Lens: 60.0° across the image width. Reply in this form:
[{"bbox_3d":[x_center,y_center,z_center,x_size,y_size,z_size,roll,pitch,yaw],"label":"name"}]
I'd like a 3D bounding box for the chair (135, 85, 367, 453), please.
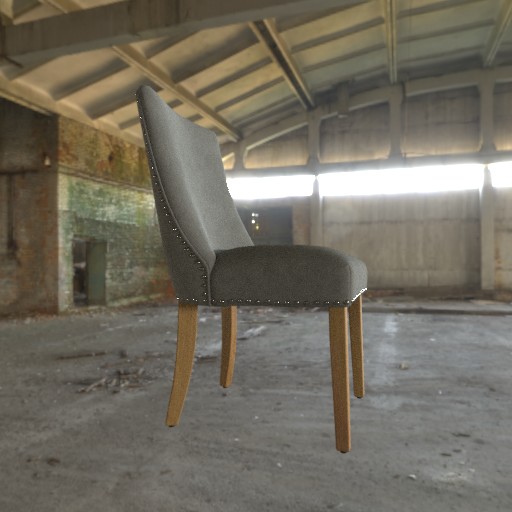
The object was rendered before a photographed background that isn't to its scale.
[{"bbox_3d":[0.000,0.000,1.301,0.610,0.902,0.495,0,-1,18],"label":"chair"}]
